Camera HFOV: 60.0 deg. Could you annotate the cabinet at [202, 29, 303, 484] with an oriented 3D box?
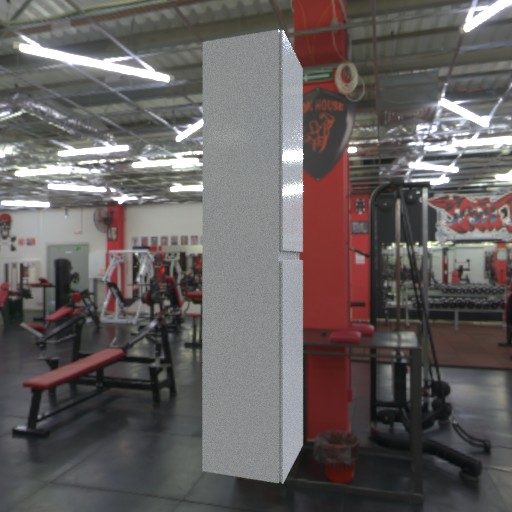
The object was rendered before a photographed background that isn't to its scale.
[{"bbox_3d":[0.000,0.000,1.548,0.270,1.400,0.300,0,0,18],"label":"cabinet"}]
